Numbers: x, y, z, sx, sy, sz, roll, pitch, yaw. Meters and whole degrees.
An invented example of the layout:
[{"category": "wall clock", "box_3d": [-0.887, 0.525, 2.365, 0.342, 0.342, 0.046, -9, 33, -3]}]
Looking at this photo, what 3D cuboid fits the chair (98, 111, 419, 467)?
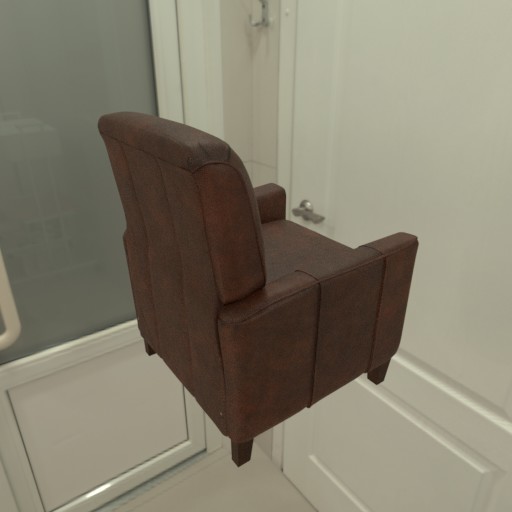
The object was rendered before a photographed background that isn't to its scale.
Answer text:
[{"category": "chair", "box_3d": [0.000, 0.000, 1.646, 0.836, 1.043, 0.843, -17, 30, -32]}]
